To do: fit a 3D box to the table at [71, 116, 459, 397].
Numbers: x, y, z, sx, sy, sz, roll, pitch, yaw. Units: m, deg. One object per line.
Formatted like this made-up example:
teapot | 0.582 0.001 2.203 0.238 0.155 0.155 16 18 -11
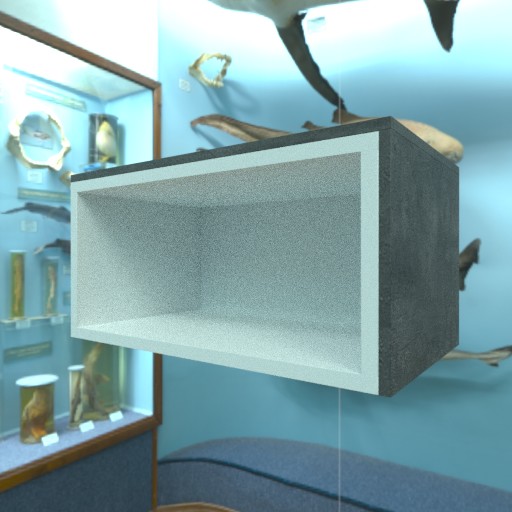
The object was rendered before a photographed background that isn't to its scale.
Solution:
table | 0.000 0.000 0.916 0.700 0.350 0.400 0 0 36
